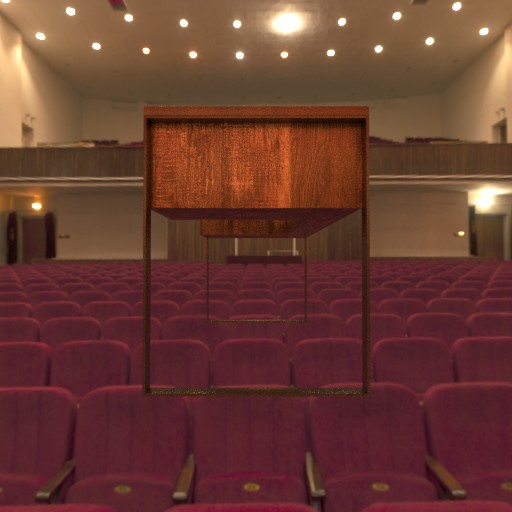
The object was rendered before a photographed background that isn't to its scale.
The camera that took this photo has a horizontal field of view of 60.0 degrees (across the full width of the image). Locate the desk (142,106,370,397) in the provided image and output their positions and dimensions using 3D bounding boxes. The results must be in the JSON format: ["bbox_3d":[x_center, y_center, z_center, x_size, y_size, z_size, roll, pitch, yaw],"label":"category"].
[{"bbox_3d":[0.000,0.000,1.923,0.599,0.762,1.524,0,-1,0],"label":"desk"}]
